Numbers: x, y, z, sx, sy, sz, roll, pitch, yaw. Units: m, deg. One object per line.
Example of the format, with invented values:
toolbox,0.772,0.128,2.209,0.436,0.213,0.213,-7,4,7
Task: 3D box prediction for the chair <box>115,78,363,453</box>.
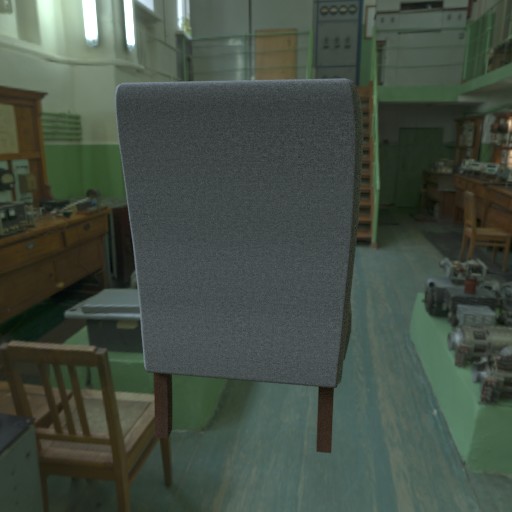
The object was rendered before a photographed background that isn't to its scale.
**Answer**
chair,0.000,0.000,1.171,0.513,0.804,0.592,2,15,7
